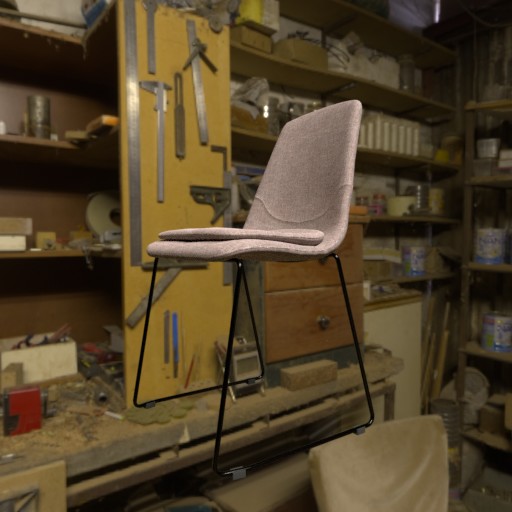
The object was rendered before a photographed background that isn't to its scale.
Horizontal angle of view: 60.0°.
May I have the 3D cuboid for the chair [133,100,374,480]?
[{"bbox_3d":[0.000,0.000,1.173,0.518,0.858,0.479,-2,3,-36],"label":"chair"}]
